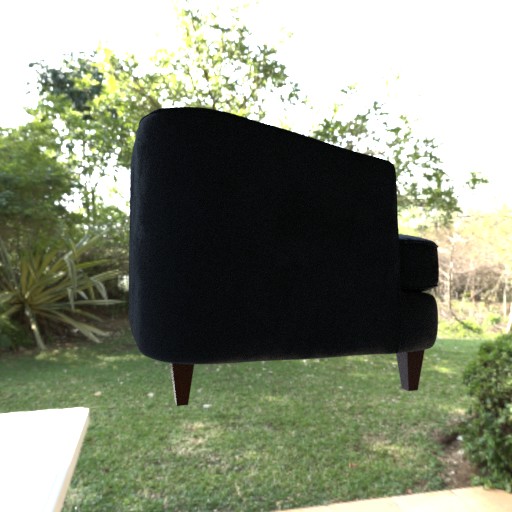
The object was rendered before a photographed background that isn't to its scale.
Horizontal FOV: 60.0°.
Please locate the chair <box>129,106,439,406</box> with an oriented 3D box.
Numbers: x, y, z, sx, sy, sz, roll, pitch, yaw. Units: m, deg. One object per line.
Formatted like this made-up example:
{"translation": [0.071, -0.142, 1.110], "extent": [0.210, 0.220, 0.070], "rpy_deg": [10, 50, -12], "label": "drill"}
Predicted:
{"translation": [0.000, 0.000, 1.739], "extent": [0.940, 0.852, 1.094], "rpy_deg": [0, -1, -18], "label": "chair"}
